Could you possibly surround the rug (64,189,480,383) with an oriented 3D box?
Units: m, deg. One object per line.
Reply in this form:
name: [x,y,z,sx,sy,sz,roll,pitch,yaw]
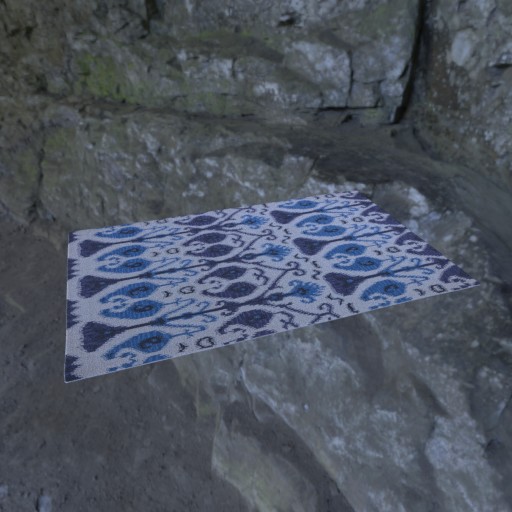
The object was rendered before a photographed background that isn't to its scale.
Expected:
rug: [0.000,0.000,2.112,1.698,0.013,1.072,-10,33,-16]
